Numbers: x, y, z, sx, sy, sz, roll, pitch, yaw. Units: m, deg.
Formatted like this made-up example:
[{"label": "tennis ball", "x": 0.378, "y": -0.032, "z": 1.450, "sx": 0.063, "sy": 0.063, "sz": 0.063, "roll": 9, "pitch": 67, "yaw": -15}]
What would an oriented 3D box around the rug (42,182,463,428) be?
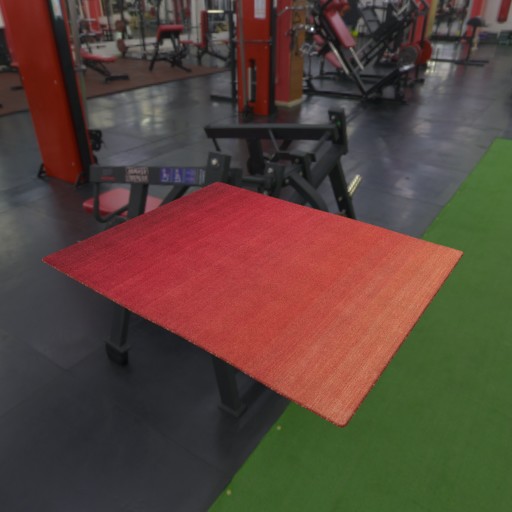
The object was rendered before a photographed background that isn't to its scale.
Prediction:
[{"label": "rug", "x": 0.000, "y": 0.000, "z": 3.894, "sx": 2.905, "sy": 0.028, "sz": 2.340, "roll": 21, "pitch": 36, "yaw": 31}]
